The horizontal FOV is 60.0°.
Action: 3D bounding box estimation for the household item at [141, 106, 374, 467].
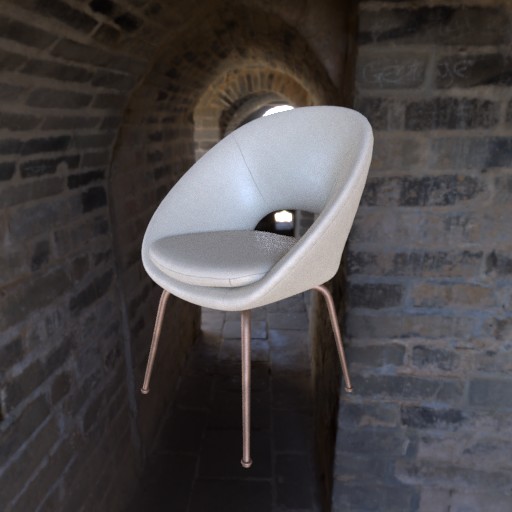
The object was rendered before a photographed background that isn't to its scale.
[{"bbox_3d":[0.000,0.000,1.297,0.623,0.852,0.573,15,21,42],"label":"household item"}]
